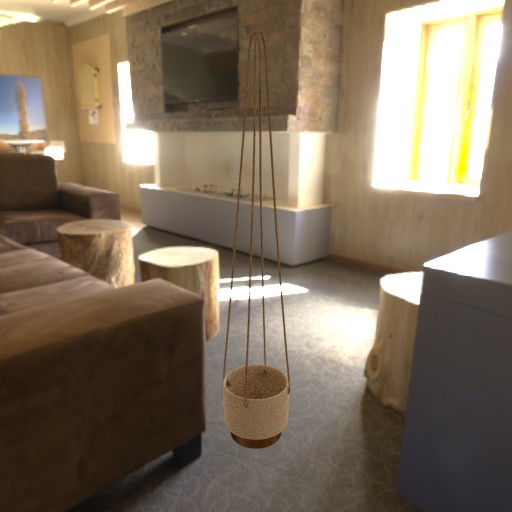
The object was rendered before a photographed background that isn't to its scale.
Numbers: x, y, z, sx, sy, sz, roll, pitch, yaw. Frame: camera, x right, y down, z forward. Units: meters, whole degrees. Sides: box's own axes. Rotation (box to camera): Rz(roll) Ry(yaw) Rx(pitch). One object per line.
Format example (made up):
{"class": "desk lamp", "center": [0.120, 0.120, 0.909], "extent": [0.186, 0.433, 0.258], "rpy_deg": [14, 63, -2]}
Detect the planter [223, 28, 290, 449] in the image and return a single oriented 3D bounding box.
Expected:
{"class": "planter", "center": [0.000, 0.000, 0.908], "extent": [0.146, 0.841, 0.146], "rpy_deg": [-8, 18, -27]}
